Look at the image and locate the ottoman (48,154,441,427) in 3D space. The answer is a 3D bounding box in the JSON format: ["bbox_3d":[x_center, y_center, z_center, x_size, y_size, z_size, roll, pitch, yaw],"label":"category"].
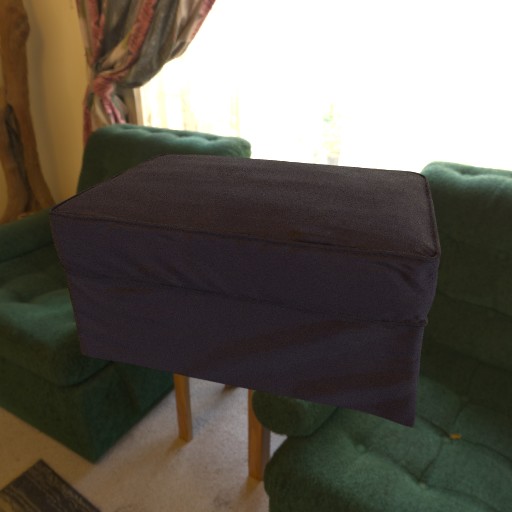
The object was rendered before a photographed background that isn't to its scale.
[{"bbox_3d":[0.000,0.000,1.303,0.938,0.503,0.637,7,27,15],"label":"ottoman"}]
